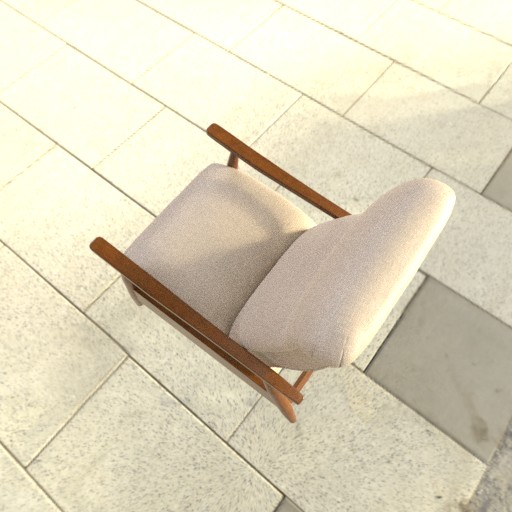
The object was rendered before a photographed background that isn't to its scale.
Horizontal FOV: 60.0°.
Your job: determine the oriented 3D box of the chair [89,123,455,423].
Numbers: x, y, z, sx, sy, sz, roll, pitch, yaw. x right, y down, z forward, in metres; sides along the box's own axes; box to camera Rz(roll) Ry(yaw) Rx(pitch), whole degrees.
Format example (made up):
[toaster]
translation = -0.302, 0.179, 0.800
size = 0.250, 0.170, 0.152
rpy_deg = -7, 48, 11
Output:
[chair]
translation = 0.000, 0.000, 1.757
size = 1.030, 1.082, 0.762
rpy_deg = 34, 69, 15
